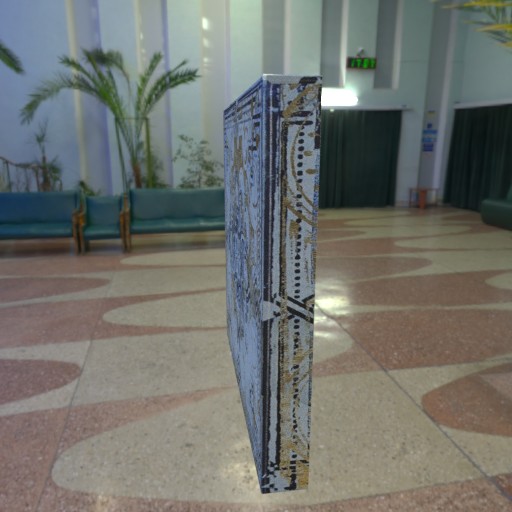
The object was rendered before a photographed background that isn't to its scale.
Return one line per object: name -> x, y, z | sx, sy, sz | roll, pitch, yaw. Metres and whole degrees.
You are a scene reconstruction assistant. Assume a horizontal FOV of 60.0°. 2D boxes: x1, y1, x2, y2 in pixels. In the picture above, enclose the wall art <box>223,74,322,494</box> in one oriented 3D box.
wall art -> 0.000, 0.000, 0.454 | 0.038, 0.306, 0.302 | -2, 14, -8
